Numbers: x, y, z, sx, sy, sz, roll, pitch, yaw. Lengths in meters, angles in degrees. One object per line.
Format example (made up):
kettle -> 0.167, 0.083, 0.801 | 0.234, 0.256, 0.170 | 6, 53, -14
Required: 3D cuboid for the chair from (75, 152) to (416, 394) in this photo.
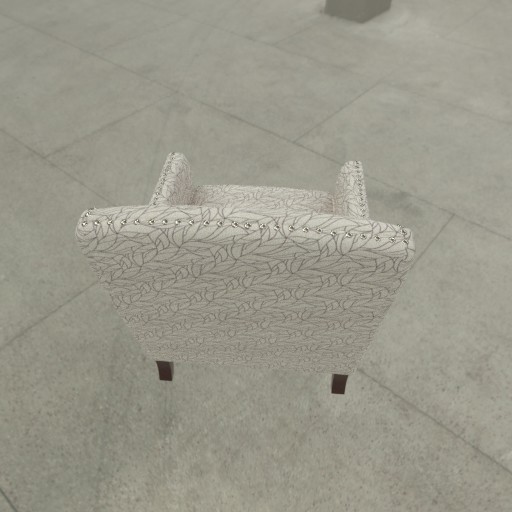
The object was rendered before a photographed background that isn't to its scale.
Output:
chair -> 0.000, 0.000, 1.280 | 0.623, 0.816, 0.651 | 3, 47, 3
